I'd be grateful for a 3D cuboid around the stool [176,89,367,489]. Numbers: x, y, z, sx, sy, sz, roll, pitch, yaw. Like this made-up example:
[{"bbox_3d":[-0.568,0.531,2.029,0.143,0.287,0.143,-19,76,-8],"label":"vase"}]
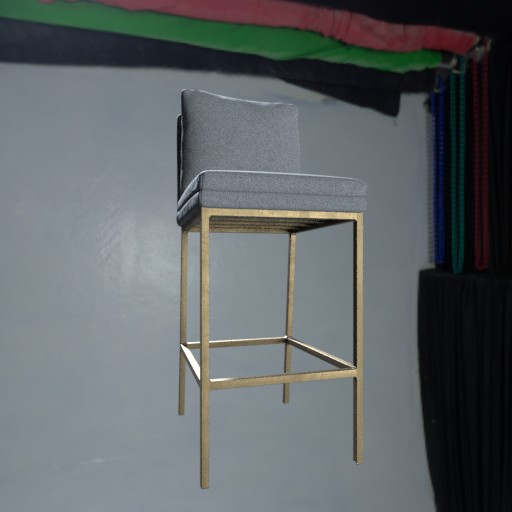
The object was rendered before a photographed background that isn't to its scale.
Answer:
[{"bbox_3d":[0.000,0.000,1.395,0.463,1.130,0.569,0,0,-17],"label":"stool"}]
